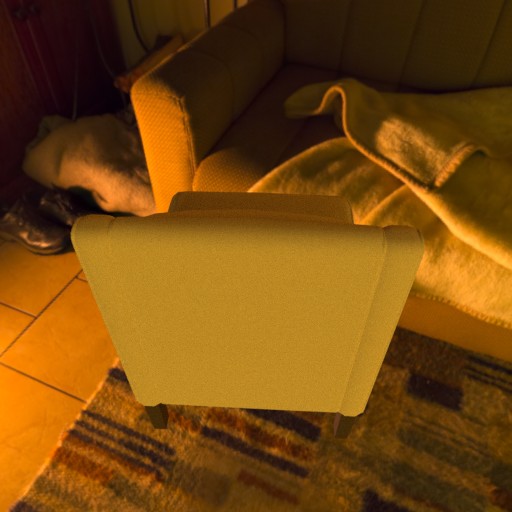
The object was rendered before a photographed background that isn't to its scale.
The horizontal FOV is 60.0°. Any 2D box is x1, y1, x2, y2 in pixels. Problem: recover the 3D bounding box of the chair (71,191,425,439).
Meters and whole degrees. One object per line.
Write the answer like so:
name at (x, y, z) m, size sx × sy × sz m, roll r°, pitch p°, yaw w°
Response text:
chair at (0.000, 0.000, 1.404) m, size 0.689 × 0.886 × 0.806 m, roll 2°, pitch 46°, yaw 2°
